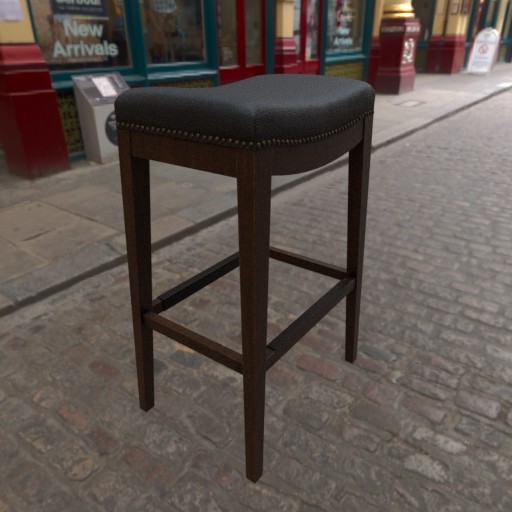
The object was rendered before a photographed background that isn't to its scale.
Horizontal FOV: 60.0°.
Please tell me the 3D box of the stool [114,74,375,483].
[{"bbox_3d":[0.000,0.000,1.037,0.361,0.765,0.500,18,31,32],"label":"stool"}]
